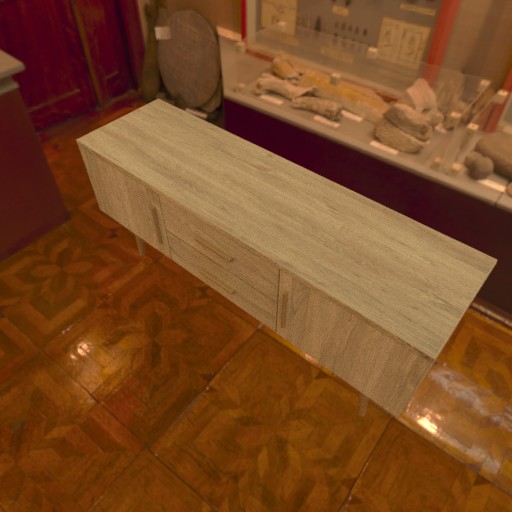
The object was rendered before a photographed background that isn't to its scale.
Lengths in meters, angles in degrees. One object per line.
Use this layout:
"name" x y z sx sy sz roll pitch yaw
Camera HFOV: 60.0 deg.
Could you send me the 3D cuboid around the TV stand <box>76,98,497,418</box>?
"TV stand" 0.000 0.000 1.539 1.313 0.565 0.401 32 55 26
